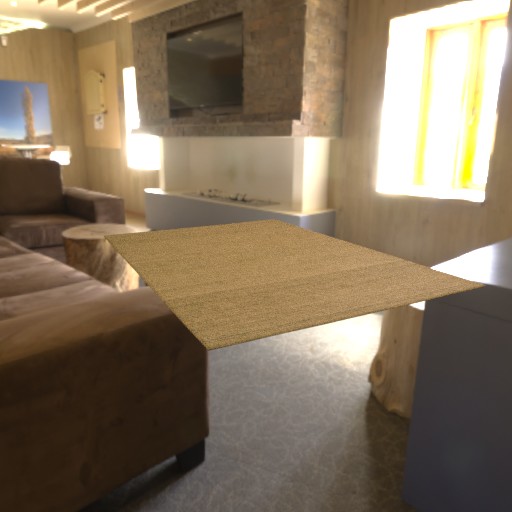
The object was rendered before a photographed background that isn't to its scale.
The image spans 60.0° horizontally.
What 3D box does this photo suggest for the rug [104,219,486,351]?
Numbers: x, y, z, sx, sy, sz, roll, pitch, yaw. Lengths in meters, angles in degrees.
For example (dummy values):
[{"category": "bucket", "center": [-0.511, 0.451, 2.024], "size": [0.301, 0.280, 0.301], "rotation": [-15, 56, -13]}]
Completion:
[{"category": "rug", "center": [0.000, 0.000, 5.182], "size": [2.782, 0.025, 3.935], "rotation": [-8, 17, -27]}]
